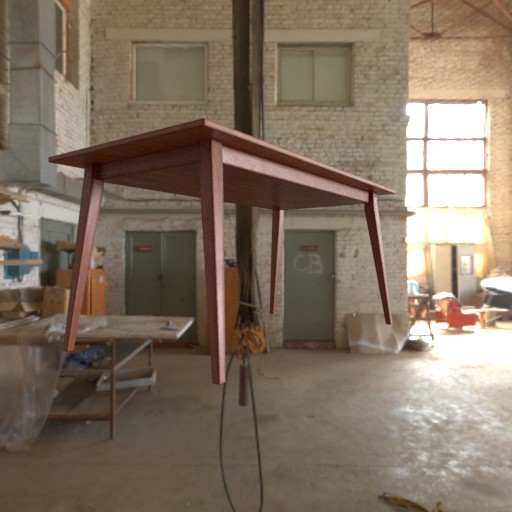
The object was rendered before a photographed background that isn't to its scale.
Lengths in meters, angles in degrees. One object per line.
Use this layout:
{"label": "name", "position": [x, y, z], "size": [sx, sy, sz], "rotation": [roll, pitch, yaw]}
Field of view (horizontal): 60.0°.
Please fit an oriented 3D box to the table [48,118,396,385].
{"label": "table", "position": [0.000, 0.000, 2.115], "size": [0.811, 0.755, 1.609], "rotation": [0, 0, 36]}
